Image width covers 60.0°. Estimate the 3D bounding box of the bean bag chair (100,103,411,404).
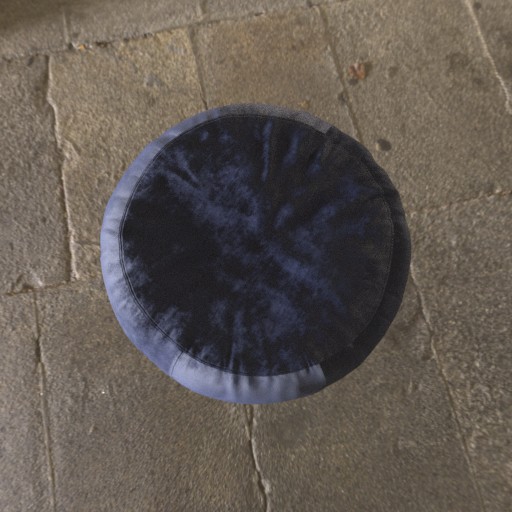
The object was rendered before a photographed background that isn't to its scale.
[{"bbox_3d":[0.000,0.000,1.935,1.219,0.762,1.219,0,76,0],"label":"bean bag chair"}]
